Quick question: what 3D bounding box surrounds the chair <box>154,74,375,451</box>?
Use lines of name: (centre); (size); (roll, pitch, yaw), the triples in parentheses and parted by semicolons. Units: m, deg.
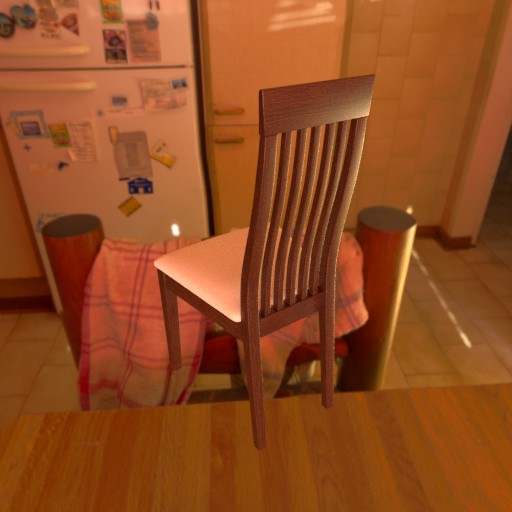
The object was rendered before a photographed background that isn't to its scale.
chair: (0.000, 0.000, 1.290); (0.460, 1.027, 0.474); (-20, 36, -29)
